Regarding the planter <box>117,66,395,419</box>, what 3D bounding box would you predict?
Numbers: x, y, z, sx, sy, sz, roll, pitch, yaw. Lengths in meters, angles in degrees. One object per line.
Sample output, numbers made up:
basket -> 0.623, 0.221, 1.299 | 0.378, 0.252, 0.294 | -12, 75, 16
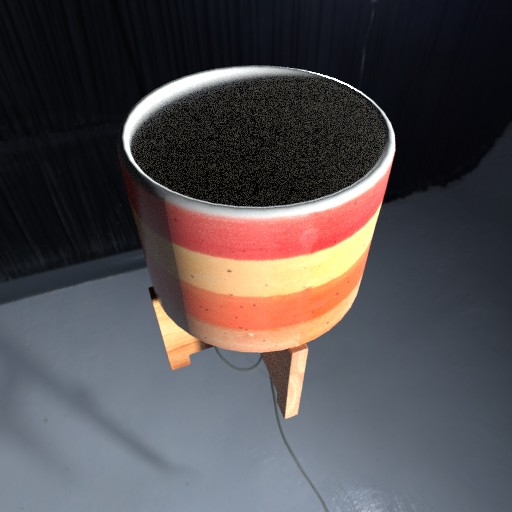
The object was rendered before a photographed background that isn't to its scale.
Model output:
planter -> 0.000, 0.000, 0.404 | 0.199, 0.268, 0.199 | 0, 47, 0
